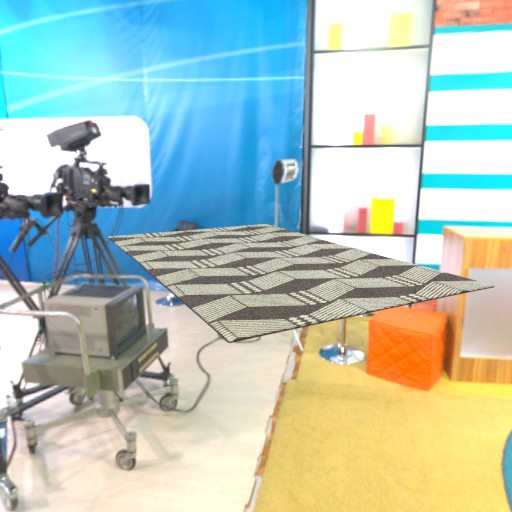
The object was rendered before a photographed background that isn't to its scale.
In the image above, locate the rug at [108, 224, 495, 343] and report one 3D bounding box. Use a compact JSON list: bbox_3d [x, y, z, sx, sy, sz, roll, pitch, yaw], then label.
[{"bbox_3d":[0.000,0.000,3.001,1.517,0.011,2.435,-7,14,-27],"label":"rug"}]
